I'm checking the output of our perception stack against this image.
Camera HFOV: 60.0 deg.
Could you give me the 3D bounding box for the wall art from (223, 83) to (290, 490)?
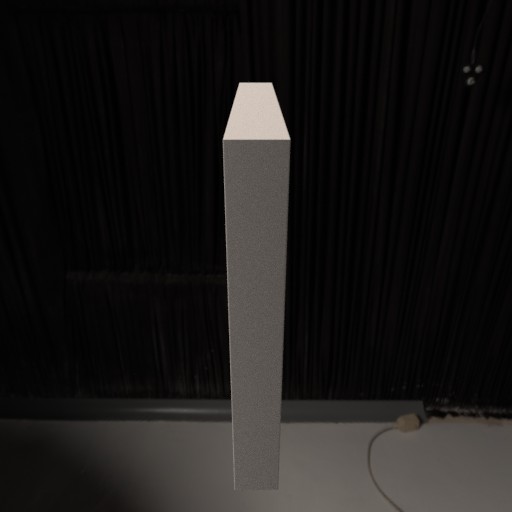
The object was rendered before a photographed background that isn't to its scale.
[{"bbox_3d":[0.000,0.000,0.453,0.038,0.302,0.305,0,27,0],"label":"wall art"}]
